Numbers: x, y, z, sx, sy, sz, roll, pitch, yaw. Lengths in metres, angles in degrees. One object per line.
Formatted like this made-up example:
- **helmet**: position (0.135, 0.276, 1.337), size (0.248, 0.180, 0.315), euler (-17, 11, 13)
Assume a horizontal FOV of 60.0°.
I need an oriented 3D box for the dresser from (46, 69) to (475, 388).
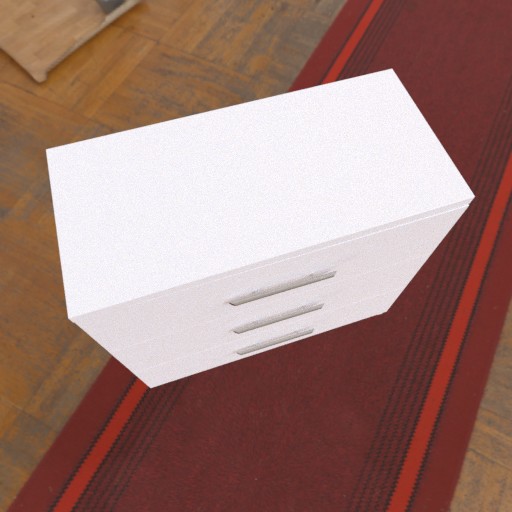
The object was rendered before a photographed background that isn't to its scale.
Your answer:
- **dresser**: position (0.000, 0.000, 1.264), size (0.830, 0.740, 0.420), euler (-16, 64, -8)
